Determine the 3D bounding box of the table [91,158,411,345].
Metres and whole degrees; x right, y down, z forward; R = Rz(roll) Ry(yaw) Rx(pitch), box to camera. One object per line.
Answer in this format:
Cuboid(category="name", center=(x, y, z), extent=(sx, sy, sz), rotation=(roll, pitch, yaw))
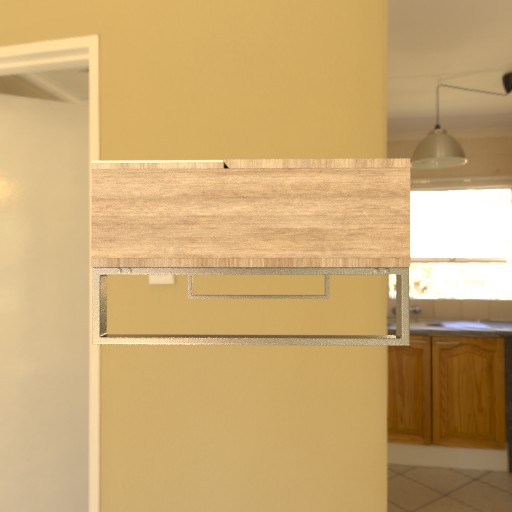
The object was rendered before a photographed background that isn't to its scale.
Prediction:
Cuboid(category="table", center=(0.000, 0.000, 1.381), extent=(0.600, 0.350, 1.100), rotation=(0, -1, 1))
